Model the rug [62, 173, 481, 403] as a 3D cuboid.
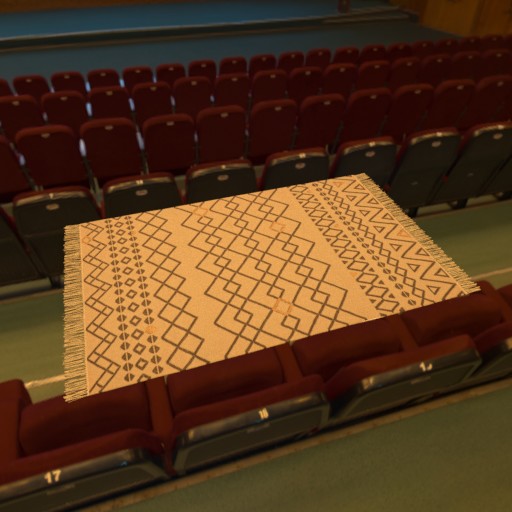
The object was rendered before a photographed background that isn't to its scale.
[{"bbox_3d":[0.000,0.000,2.439,2.023,0.028,1.224,-12,42,-14],"label":"rug"}]
